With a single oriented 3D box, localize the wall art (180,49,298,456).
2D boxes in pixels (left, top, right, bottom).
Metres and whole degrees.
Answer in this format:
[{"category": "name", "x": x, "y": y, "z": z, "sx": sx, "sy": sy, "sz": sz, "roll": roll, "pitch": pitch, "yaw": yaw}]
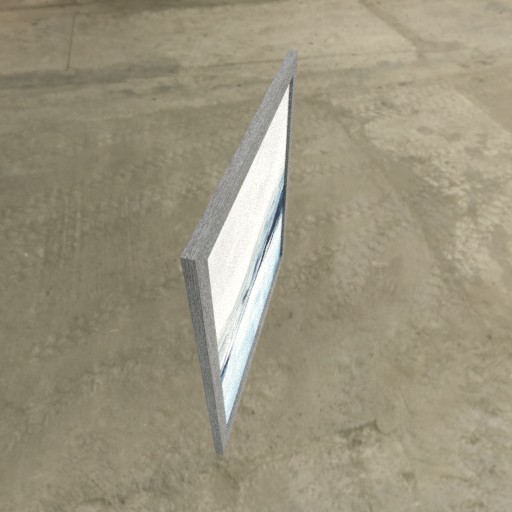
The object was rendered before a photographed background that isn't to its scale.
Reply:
[{"category": "wall art", "x": 0.000, "y": 0.000, "z": 1.041, "sx": 0.020, "sy": 0.685, "sz": 0.685, "roll": 11, "pitch": 47, "yaw": 10}]
